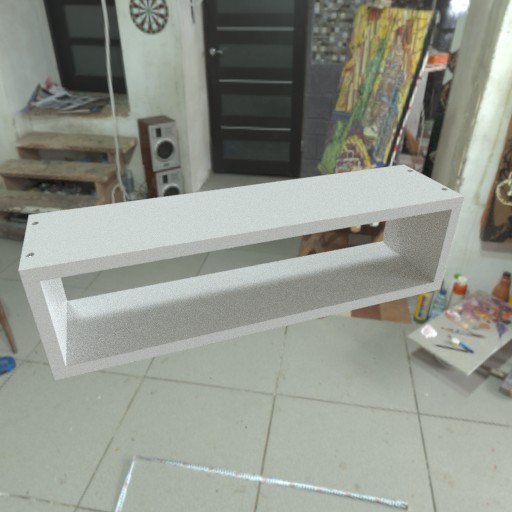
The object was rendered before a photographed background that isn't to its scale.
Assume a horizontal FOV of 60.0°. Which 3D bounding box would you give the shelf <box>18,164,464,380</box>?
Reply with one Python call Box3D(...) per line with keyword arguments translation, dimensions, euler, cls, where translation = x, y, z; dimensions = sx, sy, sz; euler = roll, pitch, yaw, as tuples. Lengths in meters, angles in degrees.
Box3D(translation=(0.000, 0.000, 0.680), dimensions=(0.610, 0.170, 0.150), euler=(-10, 33, -17), cls="shelf")
